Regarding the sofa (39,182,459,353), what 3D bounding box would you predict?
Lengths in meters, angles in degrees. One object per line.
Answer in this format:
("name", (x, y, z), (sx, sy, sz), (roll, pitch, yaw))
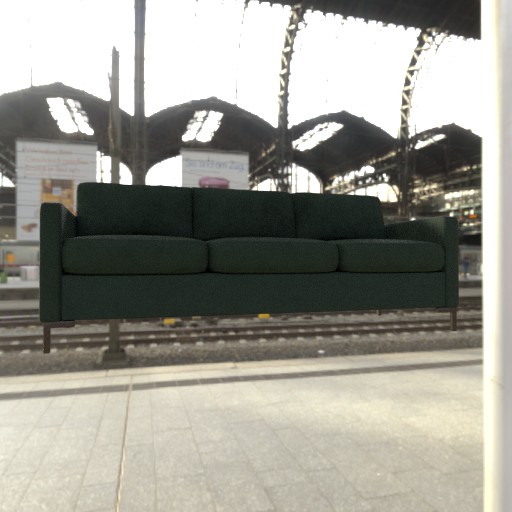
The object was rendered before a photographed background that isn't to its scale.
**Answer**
("sofa", (0.000, 0.000, 2.631), (2.218, 0.870, 0.859), (0, -1, -17))
